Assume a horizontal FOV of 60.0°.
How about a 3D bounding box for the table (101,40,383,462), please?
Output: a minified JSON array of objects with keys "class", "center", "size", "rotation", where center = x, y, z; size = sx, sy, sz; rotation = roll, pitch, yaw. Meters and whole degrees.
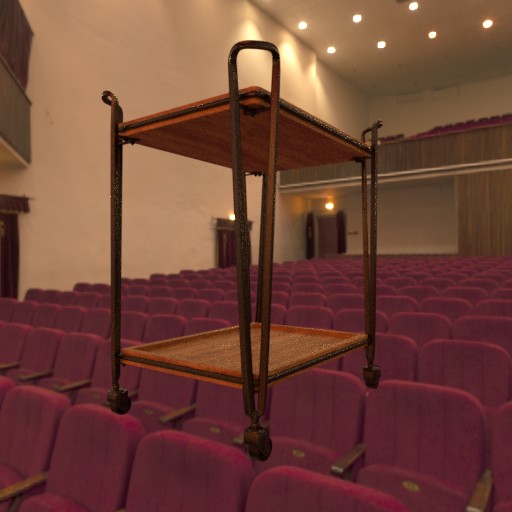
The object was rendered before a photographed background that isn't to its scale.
[{"class":"table","center":[0.000,0.000,1.204],"size":[0.505,0.785,0.672],"rotation":[0,0,36]}]
